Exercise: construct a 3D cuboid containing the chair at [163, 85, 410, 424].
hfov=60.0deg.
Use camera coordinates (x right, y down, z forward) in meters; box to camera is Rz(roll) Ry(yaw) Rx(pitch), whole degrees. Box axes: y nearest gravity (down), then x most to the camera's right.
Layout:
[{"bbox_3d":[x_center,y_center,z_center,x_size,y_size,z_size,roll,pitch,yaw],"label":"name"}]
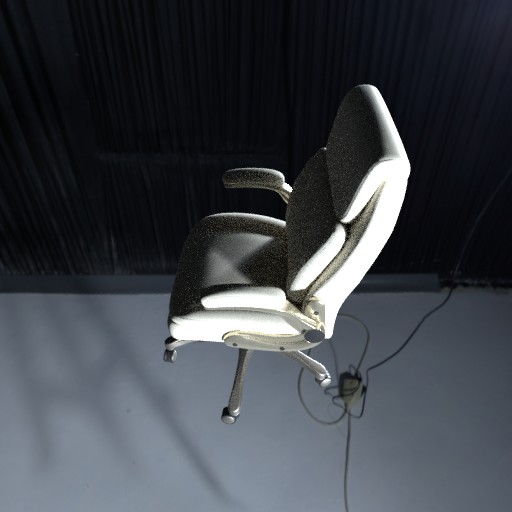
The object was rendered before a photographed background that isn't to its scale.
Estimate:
[{"bbox_3d":[0.000,0.000,1.615,0.794,1.110,0.740,-1,41,-1],"label":"chair"}]
